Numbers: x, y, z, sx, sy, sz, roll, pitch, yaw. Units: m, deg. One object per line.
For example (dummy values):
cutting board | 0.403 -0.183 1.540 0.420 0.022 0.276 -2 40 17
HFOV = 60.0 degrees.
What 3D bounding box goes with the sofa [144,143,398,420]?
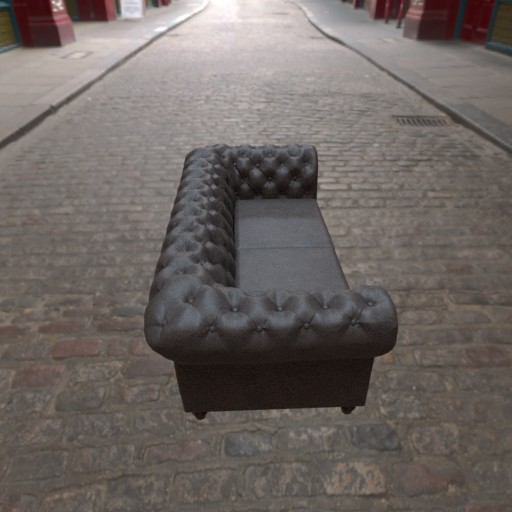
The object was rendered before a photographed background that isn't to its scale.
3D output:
sofa | 0.000 0.000 2.564 0.944 0.779 2.048 -1 32 -2
